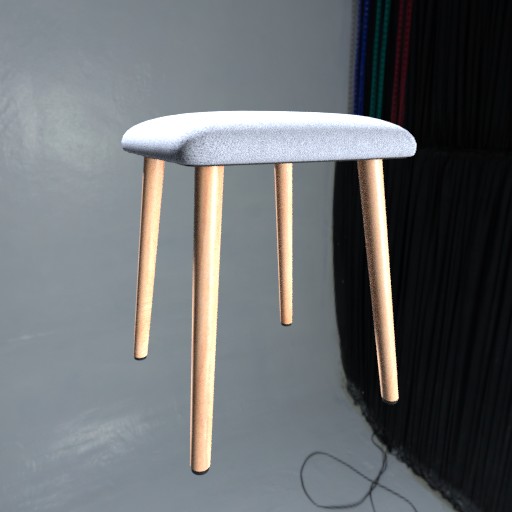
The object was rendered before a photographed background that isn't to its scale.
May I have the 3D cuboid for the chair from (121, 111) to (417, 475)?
[{"bbox_3d":[0.000,0.000,0.711,0.350,0.440,0.350,-8,18,-26],"label":"chair"}]
